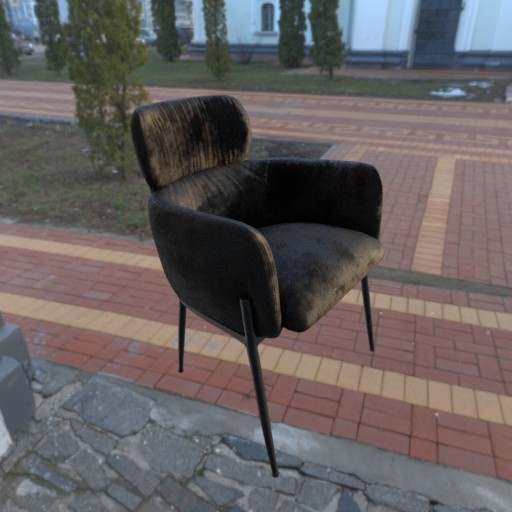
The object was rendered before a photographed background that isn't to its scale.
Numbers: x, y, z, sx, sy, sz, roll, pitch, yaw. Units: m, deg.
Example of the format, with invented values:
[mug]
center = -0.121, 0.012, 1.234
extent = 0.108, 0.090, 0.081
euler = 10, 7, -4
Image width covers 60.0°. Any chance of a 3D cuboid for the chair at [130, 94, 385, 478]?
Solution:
[chair]
center = 0.000, 0.000, 1.281
extent = 0.604, 0.818, 0.640
euler = 18, 32, 32
